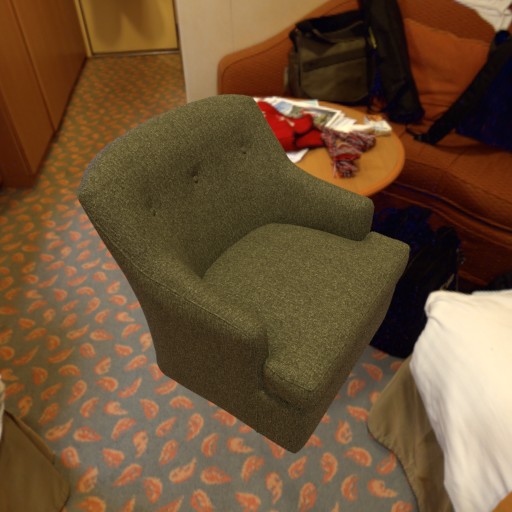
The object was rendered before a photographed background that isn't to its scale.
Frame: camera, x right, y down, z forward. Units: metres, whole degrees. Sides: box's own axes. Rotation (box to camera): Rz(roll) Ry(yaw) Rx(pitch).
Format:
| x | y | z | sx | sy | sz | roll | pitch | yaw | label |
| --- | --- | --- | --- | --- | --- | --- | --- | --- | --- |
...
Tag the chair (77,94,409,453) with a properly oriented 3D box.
| x | y | z | sx | sy | sz | roll | pitch | yaw | label |
| --- | --- | --- | --- | --- | --- | --- | --- | --- | --- |
| 0.000 | 0.000 | 1.629 | 0.923 | 0.856 | 0.864 | 25 | 47 | 25 | chair |
